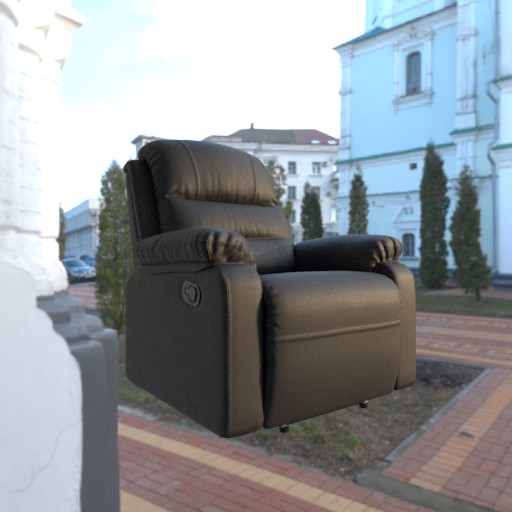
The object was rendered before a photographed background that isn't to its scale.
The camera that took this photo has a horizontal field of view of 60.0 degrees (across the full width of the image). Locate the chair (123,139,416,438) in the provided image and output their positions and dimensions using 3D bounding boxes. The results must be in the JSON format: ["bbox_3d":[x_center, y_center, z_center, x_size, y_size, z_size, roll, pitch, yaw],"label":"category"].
[{"bbox_3d":[0.000,0.000,1.654,0.855,0.992,0.919,0,0,-36],"label":"chair"}]
